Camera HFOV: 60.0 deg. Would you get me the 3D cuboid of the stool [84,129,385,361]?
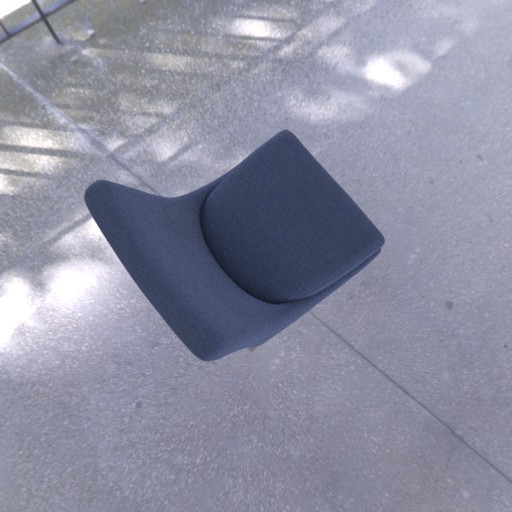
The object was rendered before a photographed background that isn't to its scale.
[{"bbox_3d":[0.000,0.000,1.367,0.577,1.078,0.470,-37,79,-8],"label":"stool"}]
